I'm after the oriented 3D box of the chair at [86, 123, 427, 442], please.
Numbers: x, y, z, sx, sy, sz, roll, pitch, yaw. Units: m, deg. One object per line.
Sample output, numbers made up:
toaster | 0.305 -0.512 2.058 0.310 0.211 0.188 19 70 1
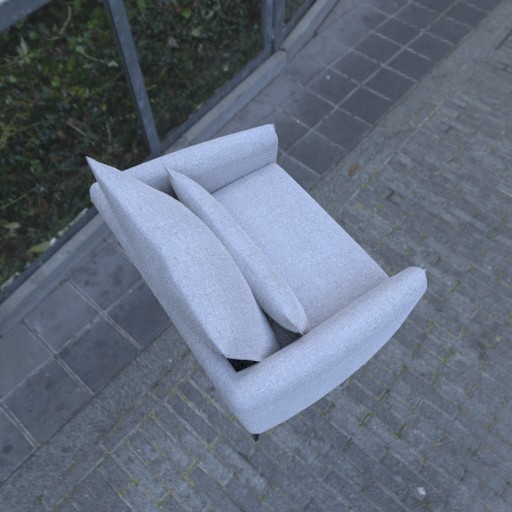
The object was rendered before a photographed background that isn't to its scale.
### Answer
chair | 0.000 0.000 1.654 0.801 0.856 1.029 -32 64 -17
